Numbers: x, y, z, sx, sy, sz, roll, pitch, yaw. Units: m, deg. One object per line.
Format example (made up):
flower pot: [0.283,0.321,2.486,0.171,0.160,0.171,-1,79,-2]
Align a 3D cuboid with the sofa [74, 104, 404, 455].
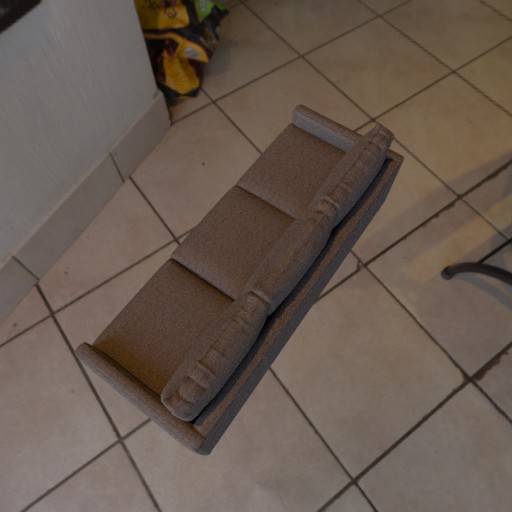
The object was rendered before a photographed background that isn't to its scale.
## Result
sofa: [0.000,0.000,2.822,0.876,0.882,2.253,32,67,15]
